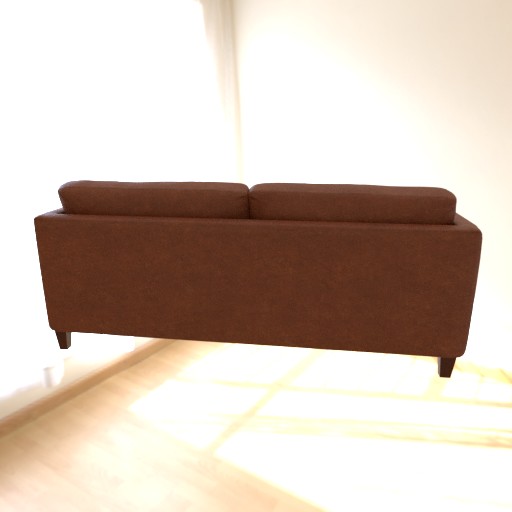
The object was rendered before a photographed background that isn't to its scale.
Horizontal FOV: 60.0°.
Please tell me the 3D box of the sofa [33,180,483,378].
[{"bbox_3d":[0.000,0.000,2.632,2.204,0.932,0.950,2,17,8],"label":"sofa"}]
